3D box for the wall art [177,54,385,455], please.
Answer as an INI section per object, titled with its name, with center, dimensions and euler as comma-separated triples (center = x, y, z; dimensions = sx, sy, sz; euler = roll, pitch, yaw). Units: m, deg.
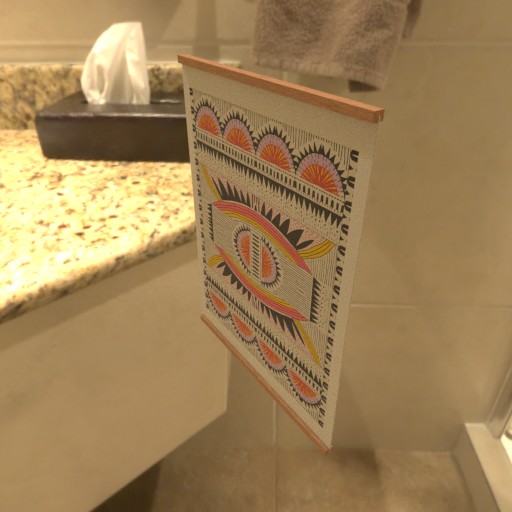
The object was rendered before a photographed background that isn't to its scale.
[wall art]
center = 0.000, 0.000, 1.322
dimensions = 0.028, 1.016, 0.765
euler = -21, 38, -29
